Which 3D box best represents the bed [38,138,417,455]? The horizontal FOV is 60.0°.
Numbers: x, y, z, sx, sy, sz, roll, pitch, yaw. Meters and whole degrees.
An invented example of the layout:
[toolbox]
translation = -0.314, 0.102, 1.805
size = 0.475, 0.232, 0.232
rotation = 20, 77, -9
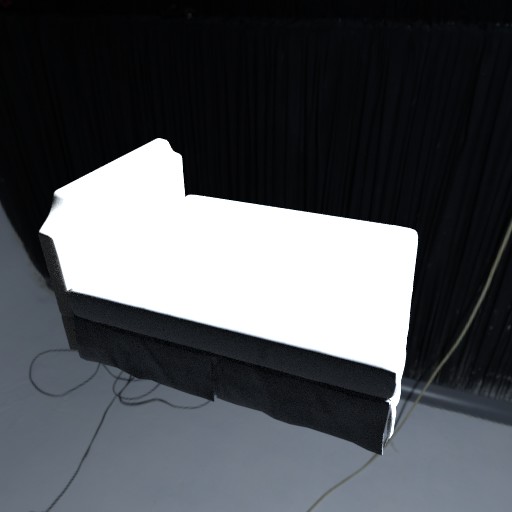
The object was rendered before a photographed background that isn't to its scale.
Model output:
[bed]
translation = 0.000, 0.000, 3.557
size = 2.498, 1.293, 1.977
rotation = 11, 33, 17
